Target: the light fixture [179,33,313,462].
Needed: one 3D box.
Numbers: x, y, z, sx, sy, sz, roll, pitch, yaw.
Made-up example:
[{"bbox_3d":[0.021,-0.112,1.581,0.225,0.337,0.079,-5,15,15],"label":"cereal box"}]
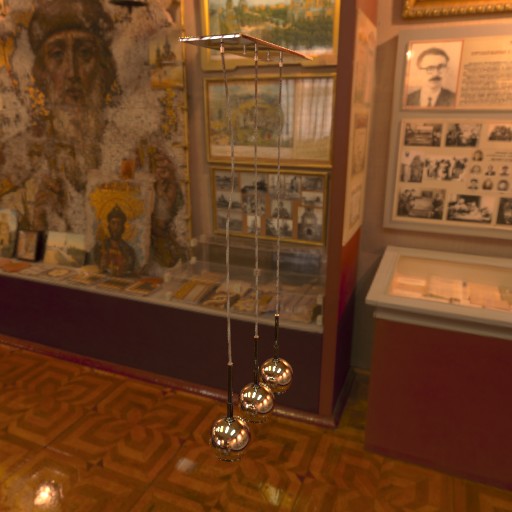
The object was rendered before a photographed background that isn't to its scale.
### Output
[{"bbox_3d":[0.000,0.000,1.654,0.188,1.408,0.623,8,20,23],"label":"light fixture"}]
